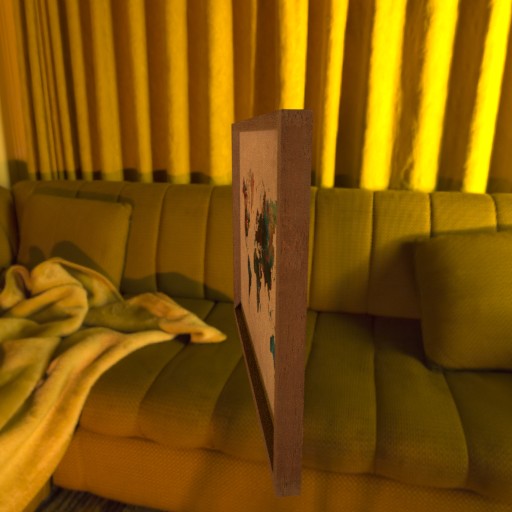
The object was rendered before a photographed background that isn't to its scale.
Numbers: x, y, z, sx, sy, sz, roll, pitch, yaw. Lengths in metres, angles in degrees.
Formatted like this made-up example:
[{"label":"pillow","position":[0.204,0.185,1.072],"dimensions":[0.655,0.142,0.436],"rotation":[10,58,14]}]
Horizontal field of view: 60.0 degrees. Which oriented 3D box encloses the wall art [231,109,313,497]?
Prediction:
[{"label":"wall art","position":[0.000,0.000,1.713],"dimensions":[0.070,1.009,1.320],"rotation":[-2,15,-7]}]
